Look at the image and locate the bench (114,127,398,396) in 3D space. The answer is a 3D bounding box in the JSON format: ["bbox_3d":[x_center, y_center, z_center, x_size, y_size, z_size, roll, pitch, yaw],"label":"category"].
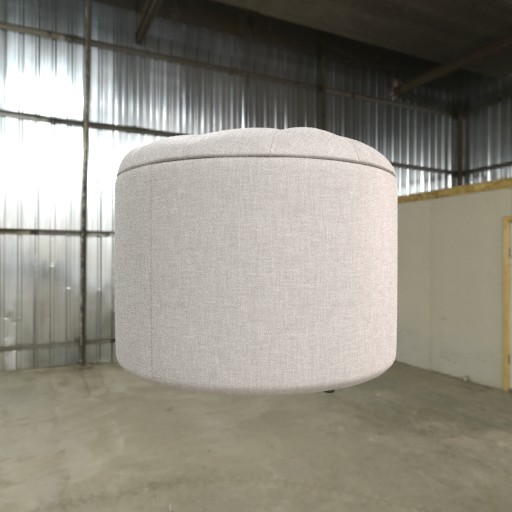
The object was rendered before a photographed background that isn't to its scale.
[{"bbox_3d":[0.000,0.000,0.987,0.600,0.453,0.600,0,1,0],"label":"bench"}]
